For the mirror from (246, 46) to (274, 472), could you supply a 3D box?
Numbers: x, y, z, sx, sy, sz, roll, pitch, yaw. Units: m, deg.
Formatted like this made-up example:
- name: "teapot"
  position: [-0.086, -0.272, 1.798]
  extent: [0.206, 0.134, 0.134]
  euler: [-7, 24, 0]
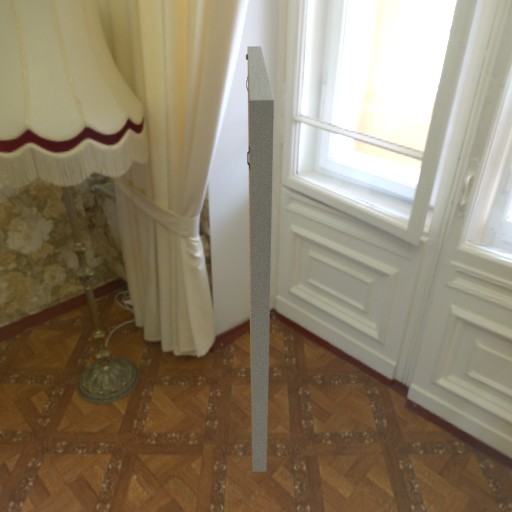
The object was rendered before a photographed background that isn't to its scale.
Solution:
- name: "mirror"
  position: [0.000, 0.000, 1.145]
  extent: [0.040, 0.915, 0.609]
  euler: [-1, 32, -1]
